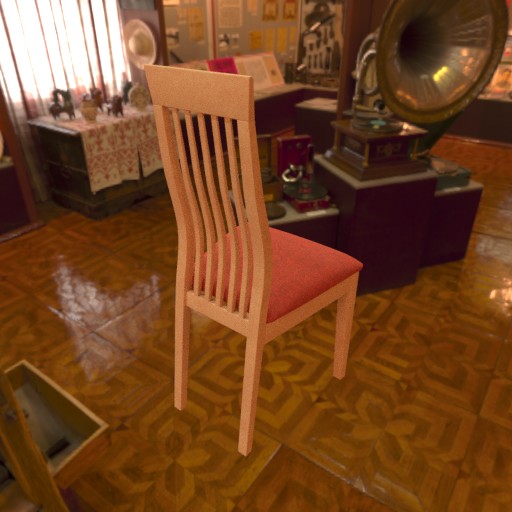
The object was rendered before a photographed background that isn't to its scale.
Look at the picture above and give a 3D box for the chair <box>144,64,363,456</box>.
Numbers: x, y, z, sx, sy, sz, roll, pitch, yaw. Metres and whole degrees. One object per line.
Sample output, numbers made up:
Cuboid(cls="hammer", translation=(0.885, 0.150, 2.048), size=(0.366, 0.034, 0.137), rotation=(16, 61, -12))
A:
Cuboid(cls="chair", translation=(0.000, 0.000, 1.262), size=(0.460, 1.027, 0.474), rotation=(21, 36, 32))
